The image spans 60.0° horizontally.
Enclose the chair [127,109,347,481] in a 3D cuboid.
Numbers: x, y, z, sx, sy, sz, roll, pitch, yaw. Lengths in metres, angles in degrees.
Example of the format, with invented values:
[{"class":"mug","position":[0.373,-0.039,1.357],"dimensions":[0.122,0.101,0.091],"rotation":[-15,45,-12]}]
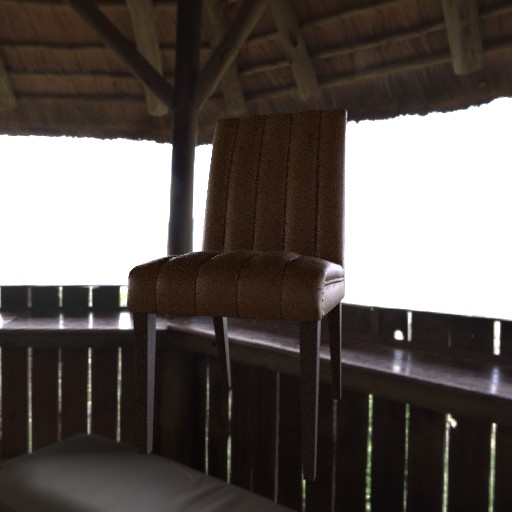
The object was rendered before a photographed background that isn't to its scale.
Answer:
[{"class":"chair","position":[0.000,0.000,1.334],"dimensions":[0.511,1.016,0.647],"rotation":[0,1,17]}]
